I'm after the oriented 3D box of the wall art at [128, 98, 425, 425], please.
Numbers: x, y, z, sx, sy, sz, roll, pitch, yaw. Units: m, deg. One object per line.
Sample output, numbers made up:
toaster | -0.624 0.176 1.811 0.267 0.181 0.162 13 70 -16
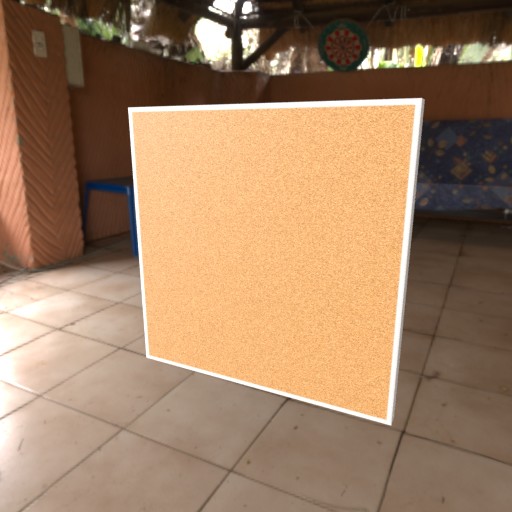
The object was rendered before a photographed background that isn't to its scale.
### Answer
wall art | 0.000 0.000 1.176 0.768 0.765 0.041 8 17 26
